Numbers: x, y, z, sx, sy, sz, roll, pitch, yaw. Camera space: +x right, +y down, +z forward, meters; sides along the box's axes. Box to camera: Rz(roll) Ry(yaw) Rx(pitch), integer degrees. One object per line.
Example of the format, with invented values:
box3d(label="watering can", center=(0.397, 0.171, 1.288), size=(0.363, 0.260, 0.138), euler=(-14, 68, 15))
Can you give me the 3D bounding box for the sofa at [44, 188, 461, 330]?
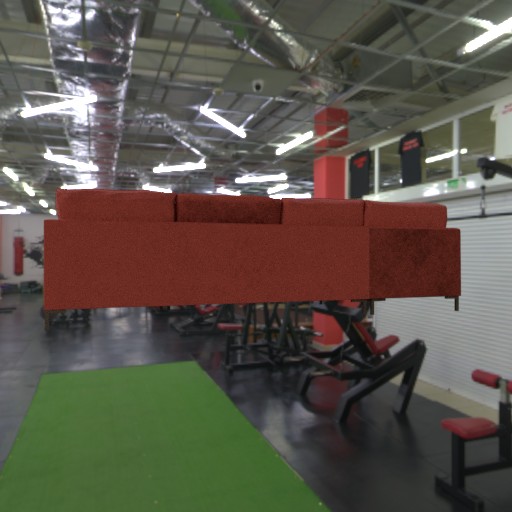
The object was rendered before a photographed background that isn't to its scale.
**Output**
box3d(label="sofa", center=(0.000, 0.000, 4.114), size=(3.400, 0.967, 1.500), euler=(0, 0, -17))
